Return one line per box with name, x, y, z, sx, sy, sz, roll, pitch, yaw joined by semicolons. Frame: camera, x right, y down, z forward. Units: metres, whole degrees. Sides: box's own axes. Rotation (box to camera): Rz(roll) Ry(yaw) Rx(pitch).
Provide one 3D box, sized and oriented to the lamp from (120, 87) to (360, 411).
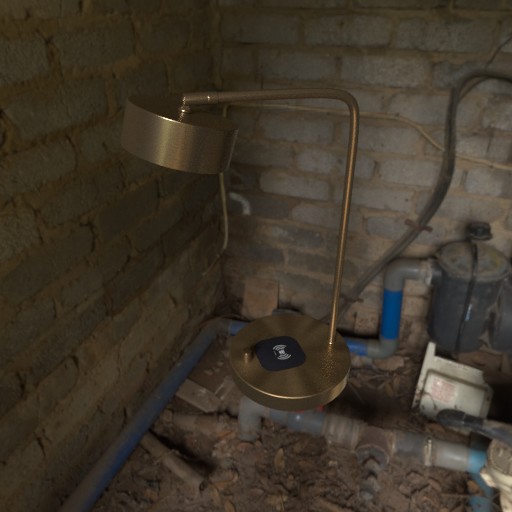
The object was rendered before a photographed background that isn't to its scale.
lamp;0.000;0.000;0.531;0.270;0.380;0.171;-9;32;-15
